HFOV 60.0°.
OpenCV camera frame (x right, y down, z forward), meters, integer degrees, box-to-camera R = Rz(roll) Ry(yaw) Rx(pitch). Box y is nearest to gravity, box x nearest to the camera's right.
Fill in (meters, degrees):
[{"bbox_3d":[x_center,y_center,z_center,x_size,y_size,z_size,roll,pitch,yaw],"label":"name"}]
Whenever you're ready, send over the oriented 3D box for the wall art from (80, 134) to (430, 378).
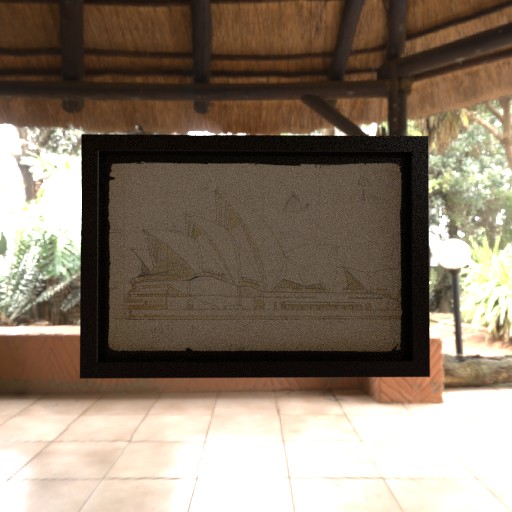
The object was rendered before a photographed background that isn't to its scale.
[{"bbox_3d":[0.000,0.000,0.848,0.657,0.458,0.027,0,-1,-1],"label":"wall art"}]
